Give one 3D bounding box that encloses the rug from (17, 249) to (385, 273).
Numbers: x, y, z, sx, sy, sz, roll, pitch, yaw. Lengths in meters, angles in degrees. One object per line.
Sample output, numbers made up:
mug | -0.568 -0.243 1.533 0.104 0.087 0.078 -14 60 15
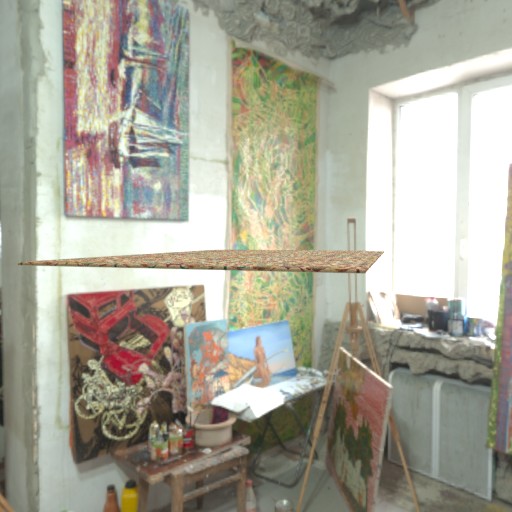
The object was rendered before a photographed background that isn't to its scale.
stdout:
rug | 0.000 0.000 2.283 1.226 0.013 1.838 1 2 18
